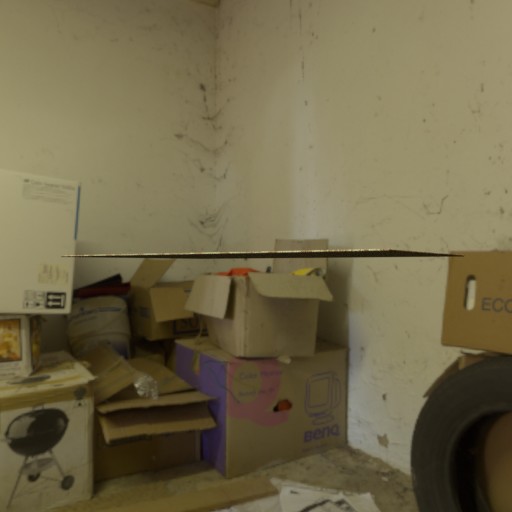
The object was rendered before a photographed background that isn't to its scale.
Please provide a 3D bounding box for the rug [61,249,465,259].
[{"bbox_3d":[0.000,0.000,3.136,2.435,0.011,1.526,-1,-1,36],"label":"rug"}]
